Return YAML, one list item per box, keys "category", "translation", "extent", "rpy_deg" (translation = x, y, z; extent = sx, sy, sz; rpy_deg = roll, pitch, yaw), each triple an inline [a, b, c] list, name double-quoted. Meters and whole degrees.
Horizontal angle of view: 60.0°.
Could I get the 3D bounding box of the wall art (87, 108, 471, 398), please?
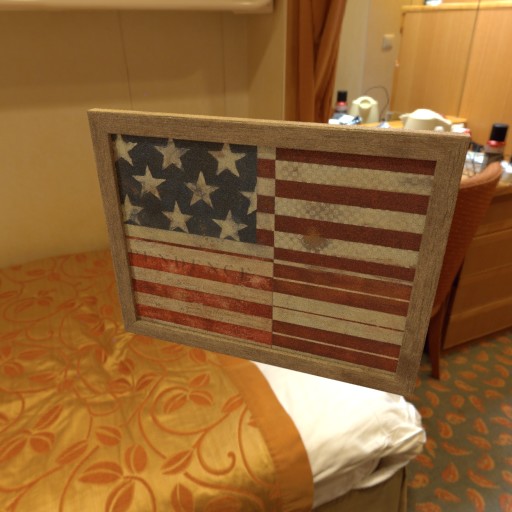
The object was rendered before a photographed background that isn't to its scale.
- category: "wall art"
  translation: [0.000, 0.000, 0.899]
  extent: [0.690, 0.535, 0.026]
  rpy_deg: [9, 29, 17]
